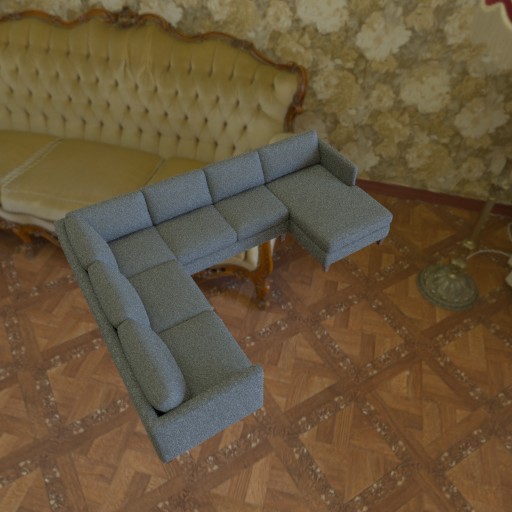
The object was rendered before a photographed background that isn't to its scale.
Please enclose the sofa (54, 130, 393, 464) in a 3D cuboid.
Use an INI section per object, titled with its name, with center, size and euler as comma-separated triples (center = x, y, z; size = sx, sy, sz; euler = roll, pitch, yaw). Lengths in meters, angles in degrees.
[sofa]
center = 0.000, 0.000, 4.446
size = 3.238, 0.853, 2.551
euler = -24, 51, -22
